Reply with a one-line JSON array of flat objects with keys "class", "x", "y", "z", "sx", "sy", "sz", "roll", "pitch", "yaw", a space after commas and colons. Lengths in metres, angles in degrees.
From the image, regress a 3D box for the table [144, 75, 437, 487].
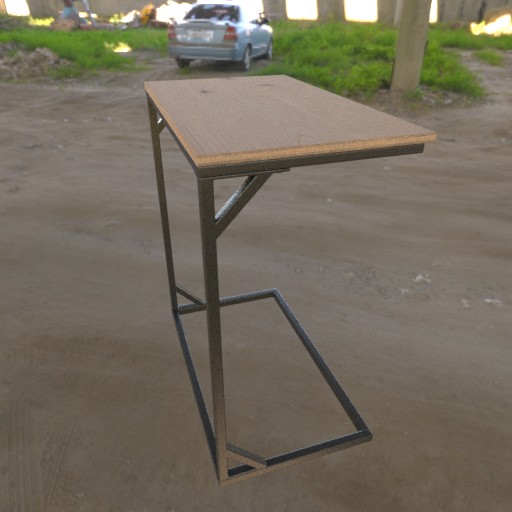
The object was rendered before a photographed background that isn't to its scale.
[{"class": "table", "x": 0.000, "y": 0.000, "z": 1.002, "sx": 0.351, "sy": 0.673, "sz": 0.597, "roll": -9, "pitch": 31, "yaw": -16}]
